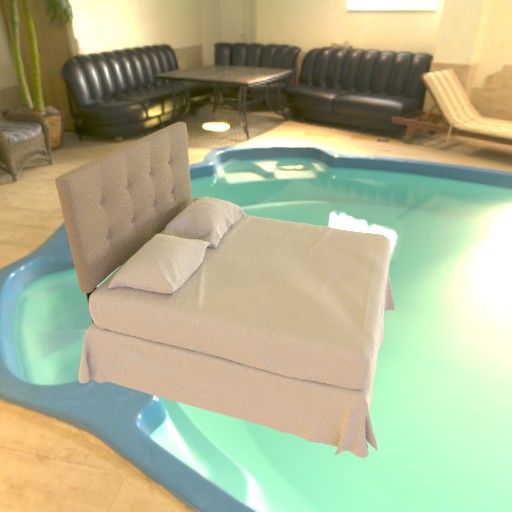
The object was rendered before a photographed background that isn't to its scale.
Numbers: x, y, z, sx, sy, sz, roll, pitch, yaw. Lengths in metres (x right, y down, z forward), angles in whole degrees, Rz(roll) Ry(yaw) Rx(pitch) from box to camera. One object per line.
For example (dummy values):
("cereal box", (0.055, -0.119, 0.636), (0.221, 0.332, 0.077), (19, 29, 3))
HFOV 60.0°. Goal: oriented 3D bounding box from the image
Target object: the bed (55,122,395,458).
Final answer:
("bed", (0.000, 0.000, 3.452), (2.222, 1.577, 1.936), (10, 31, 17))
